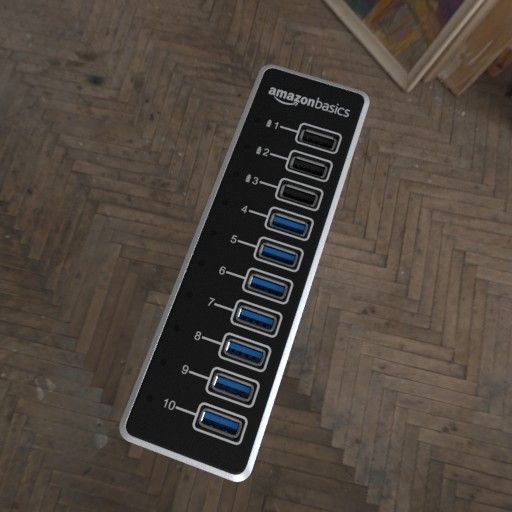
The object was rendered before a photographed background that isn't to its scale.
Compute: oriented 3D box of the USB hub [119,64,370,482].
[{"bbox_3d":[0.000,0.000,0.165,0.044,0.023,0.145,19,77,5],"label":"USB hub"}]
